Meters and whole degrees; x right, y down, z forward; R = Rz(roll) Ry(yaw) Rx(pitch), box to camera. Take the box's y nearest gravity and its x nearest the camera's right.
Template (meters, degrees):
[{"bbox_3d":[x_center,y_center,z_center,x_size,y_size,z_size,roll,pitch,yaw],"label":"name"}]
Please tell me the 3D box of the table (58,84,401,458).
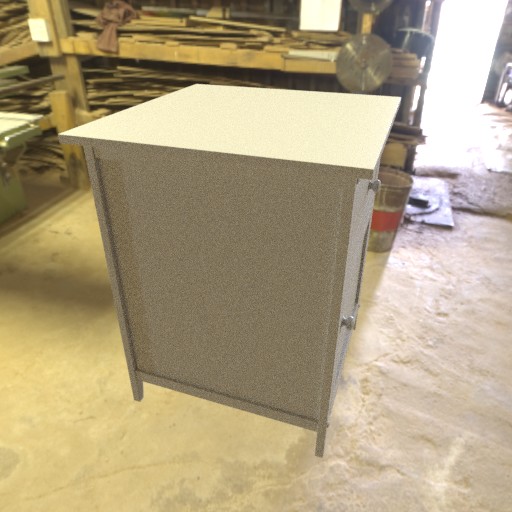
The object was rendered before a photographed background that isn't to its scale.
[{"bbox_3d":[0.000,0.000,0.765,0.381,0.483,0.381,10,32,17],"label":"table"}]
